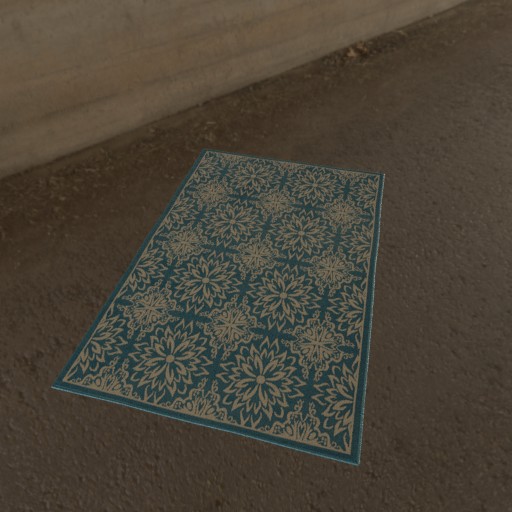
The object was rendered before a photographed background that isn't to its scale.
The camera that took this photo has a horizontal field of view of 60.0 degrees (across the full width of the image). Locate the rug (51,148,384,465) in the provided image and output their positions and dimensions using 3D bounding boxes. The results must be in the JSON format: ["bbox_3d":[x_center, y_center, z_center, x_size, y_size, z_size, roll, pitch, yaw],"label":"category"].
[{"bbox_3d":[0.000,0.000,2.280,1.211,0.012,1.833,10,46,10],"label":"rug"}]
